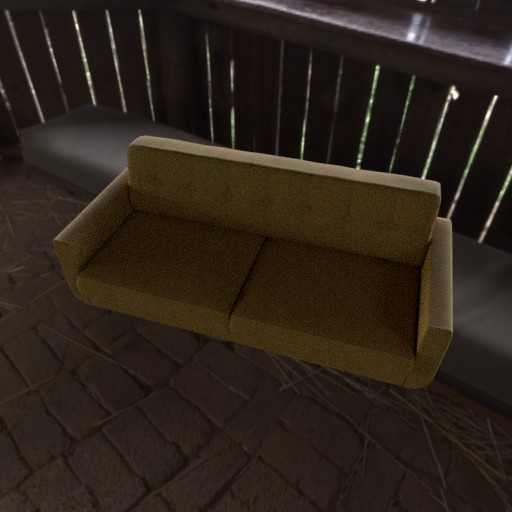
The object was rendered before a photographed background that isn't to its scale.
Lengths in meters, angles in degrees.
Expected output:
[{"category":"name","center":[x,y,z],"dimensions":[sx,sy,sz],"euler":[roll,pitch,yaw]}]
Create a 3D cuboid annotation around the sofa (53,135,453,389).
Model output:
[{"category":"sofa","center":[0.000,0.000,2.504],"dimensions":[2.029,0.841,0.909],"euler":[12,43,13]}]
